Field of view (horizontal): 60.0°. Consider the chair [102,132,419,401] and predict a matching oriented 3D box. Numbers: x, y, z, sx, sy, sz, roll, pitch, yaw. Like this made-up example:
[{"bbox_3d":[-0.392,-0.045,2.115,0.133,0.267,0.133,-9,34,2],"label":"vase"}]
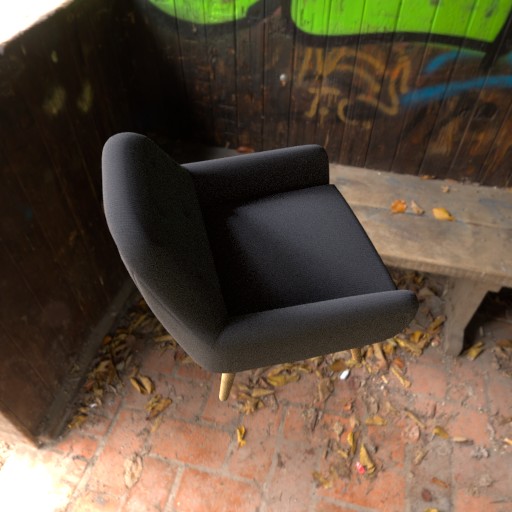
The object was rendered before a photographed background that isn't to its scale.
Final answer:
[{"bbox_3d":[0.000,0.000,1.437,0.779,0.800,0.770,-11,49,-10],"label":"chair"}]
